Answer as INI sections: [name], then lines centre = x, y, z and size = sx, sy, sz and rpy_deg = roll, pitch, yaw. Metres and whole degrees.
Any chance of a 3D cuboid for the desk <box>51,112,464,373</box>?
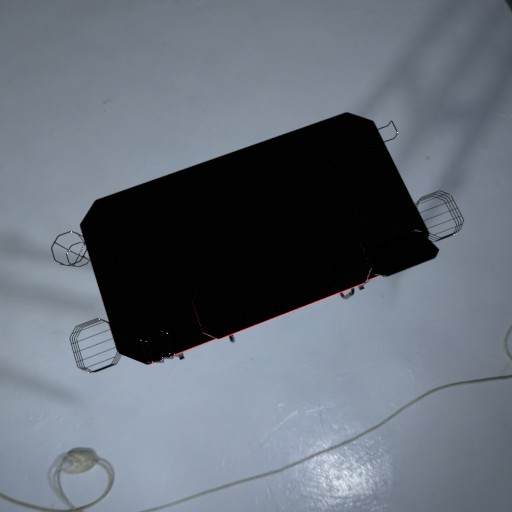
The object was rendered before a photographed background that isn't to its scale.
[desk]
centre = 0.000, 0.000, 1.689
size = 1.280, 0.913, 0.588
rpy_deg = -20, 77, -5
